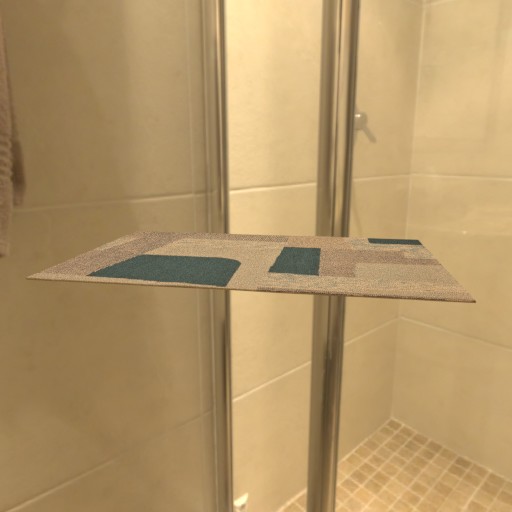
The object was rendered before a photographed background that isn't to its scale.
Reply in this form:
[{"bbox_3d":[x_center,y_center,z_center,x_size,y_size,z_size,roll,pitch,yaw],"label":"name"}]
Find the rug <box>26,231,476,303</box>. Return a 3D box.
[{"bbox_3d":[0.000,0.000,3.079,2.436,0.015,1.521,2,14,9],"label":"rug"}]
